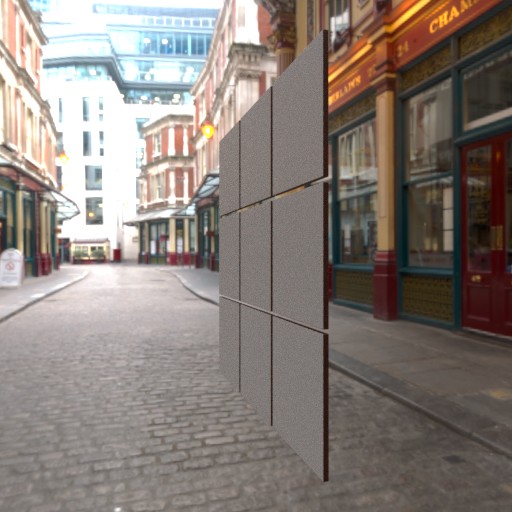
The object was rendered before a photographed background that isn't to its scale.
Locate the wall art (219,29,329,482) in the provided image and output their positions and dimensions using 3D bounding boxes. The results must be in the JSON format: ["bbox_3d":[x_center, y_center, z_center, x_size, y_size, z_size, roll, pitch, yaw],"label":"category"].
[{"bbox_3d":[0.000,0.000,1.818,0.017,1.246,1.256,0,0,-18],"label":"wall art"}]
